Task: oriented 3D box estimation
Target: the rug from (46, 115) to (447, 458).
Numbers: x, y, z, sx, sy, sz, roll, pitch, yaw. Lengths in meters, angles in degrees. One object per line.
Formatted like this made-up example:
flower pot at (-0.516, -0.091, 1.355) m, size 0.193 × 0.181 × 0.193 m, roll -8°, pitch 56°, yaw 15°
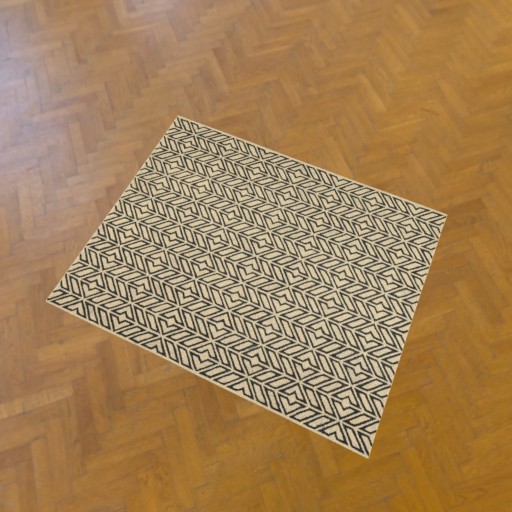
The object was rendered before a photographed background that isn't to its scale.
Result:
rug at (0.000, 0.000, 4.179) m, size 3.045 × 0.008 × 2.421 m, roll 23°, pitch 66°, yaw 11°
